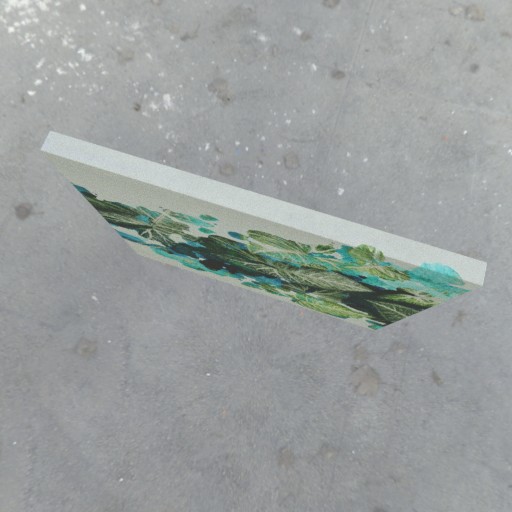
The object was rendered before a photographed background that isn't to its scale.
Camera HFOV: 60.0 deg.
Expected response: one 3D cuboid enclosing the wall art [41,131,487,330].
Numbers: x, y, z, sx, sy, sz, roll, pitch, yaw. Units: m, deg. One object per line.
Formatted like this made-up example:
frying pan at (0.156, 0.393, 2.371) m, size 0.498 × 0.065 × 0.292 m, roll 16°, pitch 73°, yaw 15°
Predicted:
wall art at (0.000, 0.000, 0.976) m, size 0.711 × 0.610 × 0.043 m, roll 17°, pitch 75°, yaw 5°
